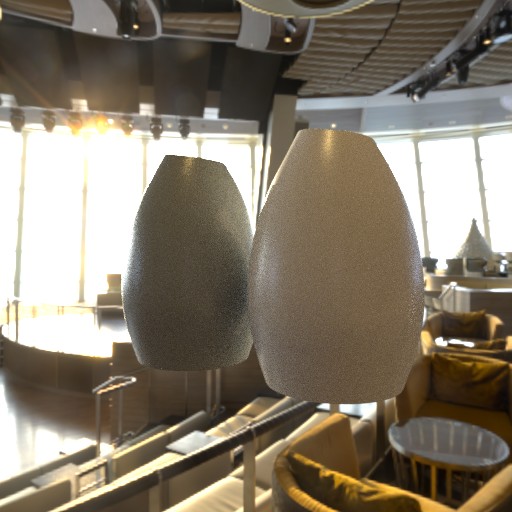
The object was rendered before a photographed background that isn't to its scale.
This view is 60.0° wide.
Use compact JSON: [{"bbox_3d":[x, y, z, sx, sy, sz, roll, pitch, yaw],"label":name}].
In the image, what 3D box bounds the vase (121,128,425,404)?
[{"bbox_3d":[0.000,0.000,0.258,0.187,0.131,0.089,0,1,35],"label":"vase"}]
